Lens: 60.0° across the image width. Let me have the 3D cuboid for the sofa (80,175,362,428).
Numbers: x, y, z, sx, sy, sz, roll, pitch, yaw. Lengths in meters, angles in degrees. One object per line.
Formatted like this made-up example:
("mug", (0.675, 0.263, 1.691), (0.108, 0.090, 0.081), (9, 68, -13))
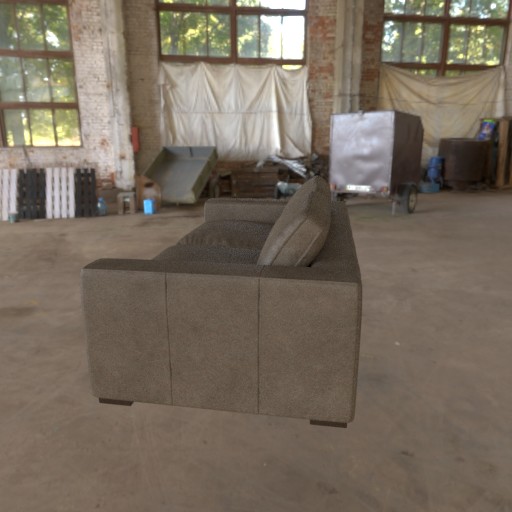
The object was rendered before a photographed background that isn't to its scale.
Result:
("sofa", (0.000, 0.000, 2.512), (1.070, 0.800, 1.920), (3, 16, 9))
